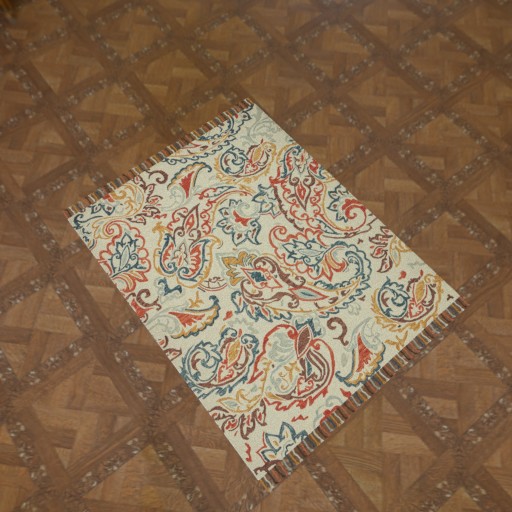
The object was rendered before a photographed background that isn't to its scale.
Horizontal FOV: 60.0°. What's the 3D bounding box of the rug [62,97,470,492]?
[{"bbox_3d":[0.000,0.000,4.314,2.439,0.015,3.274,-37,70,-15],"label":"rug"}]
